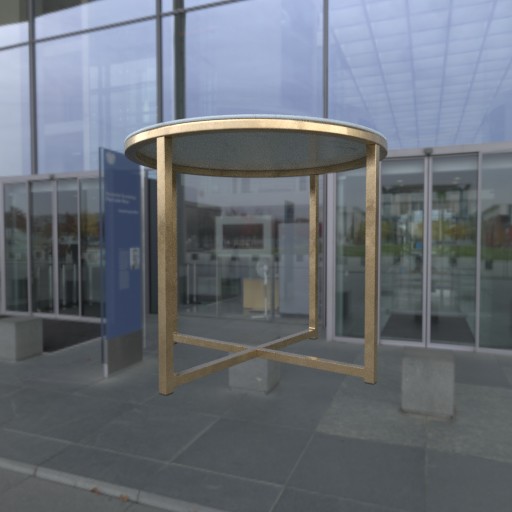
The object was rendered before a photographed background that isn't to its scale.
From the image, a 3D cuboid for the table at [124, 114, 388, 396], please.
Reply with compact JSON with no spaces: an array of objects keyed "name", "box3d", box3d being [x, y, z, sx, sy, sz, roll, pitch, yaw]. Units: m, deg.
[{"name":"table","box3d":[0.000,0.000,0.884,0.500,0.420,0.500,0,2,0]}]
